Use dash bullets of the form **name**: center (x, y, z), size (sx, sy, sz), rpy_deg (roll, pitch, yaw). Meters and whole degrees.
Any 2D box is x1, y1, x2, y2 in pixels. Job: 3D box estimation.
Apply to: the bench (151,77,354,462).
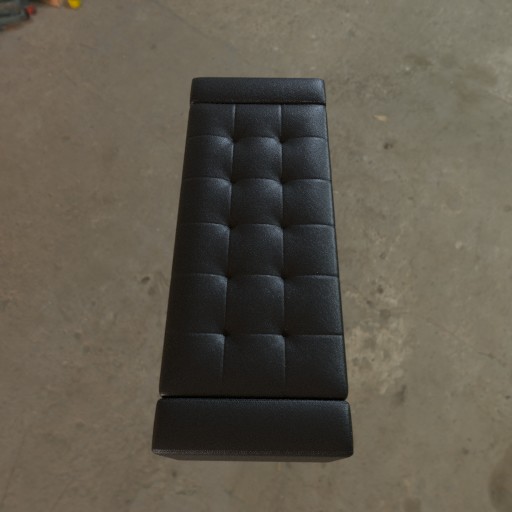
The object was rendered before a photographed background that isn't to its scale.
- **bench**: center (0.000, 0.000, 1.551), size (0.508, 0.445, 1.296), rpy_deg (1, 63, 0)
